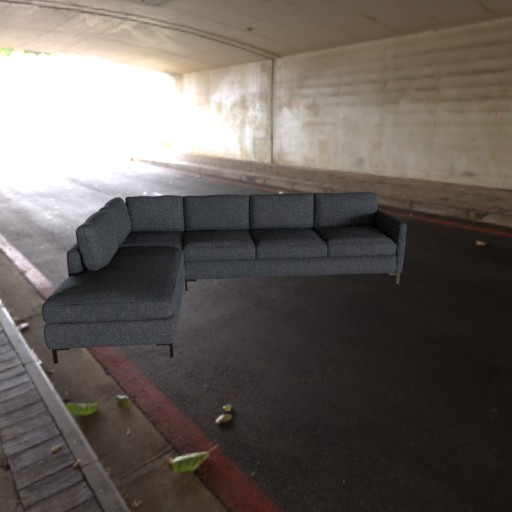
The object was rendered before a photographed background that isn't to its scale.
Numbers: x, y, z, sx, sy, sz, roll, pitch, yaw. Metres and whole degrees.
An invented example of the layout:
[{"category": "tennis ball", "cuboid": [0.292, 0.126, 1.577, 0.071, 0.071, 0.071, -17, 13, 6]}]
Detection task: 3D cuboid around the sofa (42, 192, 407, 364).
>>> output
[{"category": "sofa", "cuboid": [0.000, 0.000, 3.855, 2.949, 0.815, 2.007, -2, 17, -6]}]
